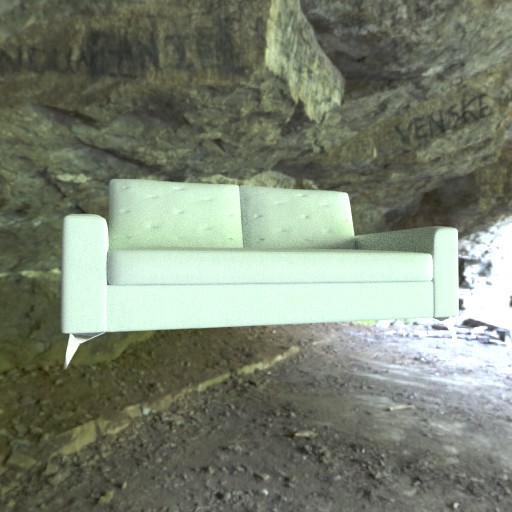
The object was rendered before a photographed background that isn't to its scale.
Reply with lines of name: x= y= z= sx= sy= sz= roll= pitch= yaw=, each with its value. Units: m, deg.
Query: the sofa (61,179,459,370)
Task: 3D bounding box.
sofa: x=0.000 y=0.000 z=2.131 sx=1.650 sy=0.790 sz=0.920 roll=0 pitch=-1 yaw=-18
